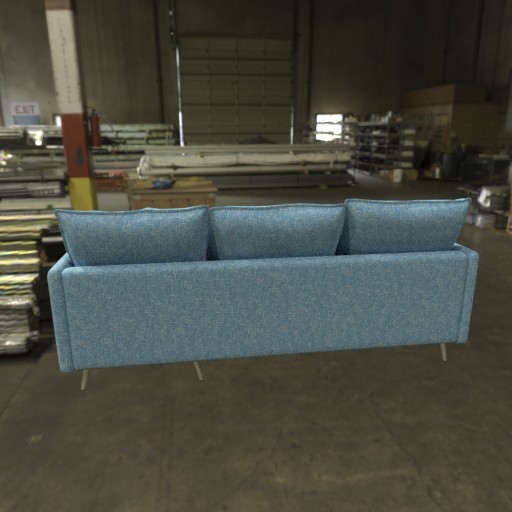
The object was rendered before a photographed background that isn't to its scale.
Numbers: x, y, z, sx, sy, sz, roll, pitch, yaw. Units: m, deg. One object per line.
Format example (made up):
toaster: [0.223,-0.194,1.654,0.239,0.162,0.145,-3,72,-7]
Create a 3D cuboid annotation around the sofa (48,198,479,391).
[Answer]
sofa: [0.000,0.000,2.761,2.034,0.899,1.420,-2,16,-8]
